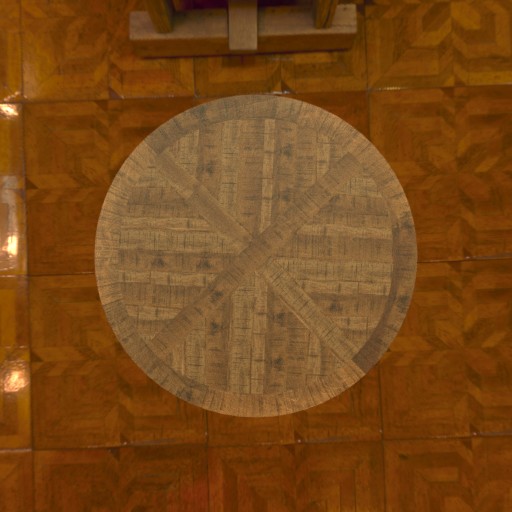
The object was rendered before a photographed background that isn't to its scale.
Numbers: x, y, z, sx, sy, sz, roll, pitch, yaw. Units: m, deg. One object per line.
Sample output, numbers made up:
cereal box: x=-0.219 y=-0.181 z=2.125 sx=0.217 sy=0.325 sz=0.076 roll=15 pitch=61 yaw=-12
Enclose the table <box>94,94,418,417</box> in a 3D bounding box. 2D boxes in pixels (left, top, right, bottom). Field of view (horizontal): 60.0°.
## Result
table: x=0.000 y=0.000 z=1.987 sx=1.264 sy=0.516 sz=1.264 roll=0 pitch=89 yaw=0
